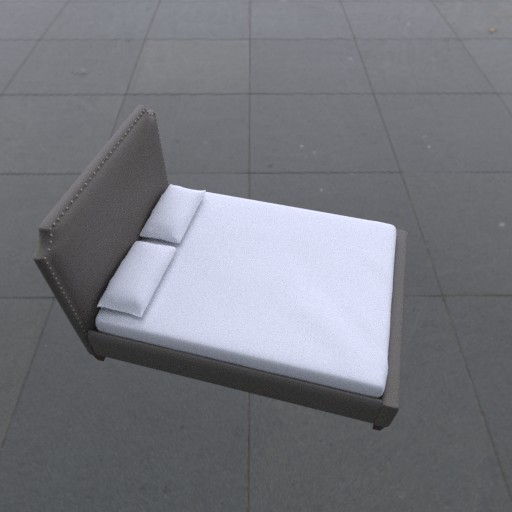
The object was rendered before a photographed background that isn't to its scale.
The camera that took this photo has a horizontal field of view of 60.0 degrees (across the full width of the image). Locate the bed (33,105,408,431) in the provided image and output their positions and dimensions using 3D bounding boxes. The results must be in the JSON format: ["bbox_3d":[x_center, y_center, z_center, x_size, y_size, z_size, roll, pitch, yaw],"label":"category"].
[{"bbox_3d":[0.000,0.000,3.418,2.372,1.443,1.712,11,50,10],"label":"bed"}]
